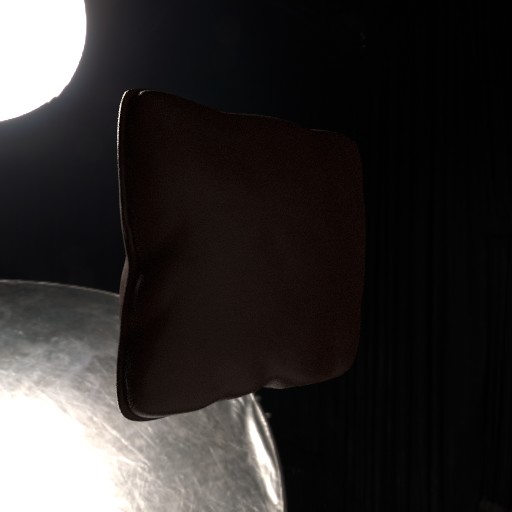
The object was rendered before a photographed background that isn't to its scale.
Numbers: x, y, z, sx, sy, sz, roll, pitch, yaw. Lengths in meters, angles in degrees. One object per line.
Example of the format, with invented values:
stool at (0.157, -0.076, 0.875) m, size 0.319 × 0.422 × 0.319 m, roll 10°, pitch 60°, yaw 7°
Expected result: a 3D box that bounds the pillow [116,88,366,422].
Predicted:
pillow at (0.000, 0.000, 0.824) m, size 0.532 × 0.523 × 0.236 m, roll 0°, pitch 1°, yaw -37°
